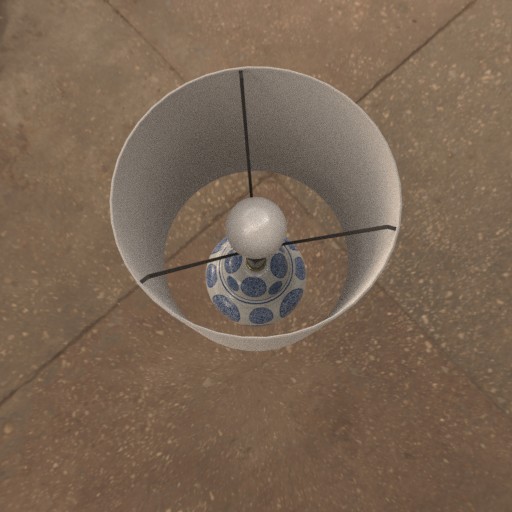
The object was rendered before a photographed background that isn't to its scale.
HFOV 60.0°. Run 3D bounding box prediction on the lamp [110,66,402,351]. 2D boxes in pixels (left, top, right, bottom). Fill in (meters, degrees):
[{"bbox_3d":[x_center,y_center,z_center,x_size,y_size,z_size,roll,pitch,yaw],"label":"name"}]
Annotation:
[{"bbox_3d":[0.000,0.000,0.511,0.215,0.381,0.215,-39,79,-9],"label":"lamp"}]
